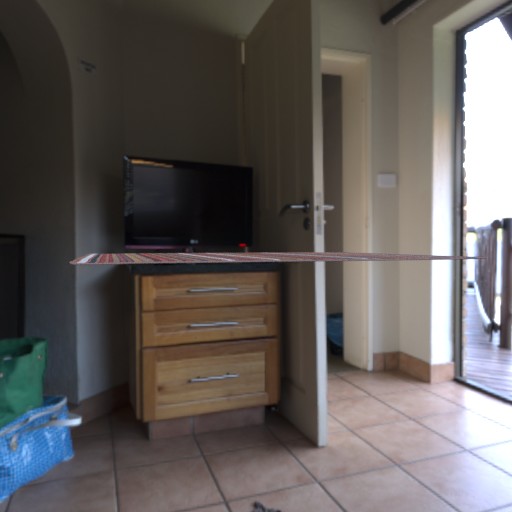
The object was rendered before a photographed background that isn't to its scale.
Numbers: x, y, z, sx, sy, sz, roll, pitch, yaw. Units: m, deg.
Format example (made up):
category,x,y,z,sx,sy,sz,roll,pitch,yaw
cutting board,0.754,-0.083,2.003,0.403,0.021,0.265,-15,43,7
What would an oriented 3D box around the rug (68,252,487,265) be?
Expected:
category,x,y,z,sx,sy,sz,roll,pitch,yaw
rug,0.000,0.000,4.210,3.092,0.023,2.479,0,2,-18
